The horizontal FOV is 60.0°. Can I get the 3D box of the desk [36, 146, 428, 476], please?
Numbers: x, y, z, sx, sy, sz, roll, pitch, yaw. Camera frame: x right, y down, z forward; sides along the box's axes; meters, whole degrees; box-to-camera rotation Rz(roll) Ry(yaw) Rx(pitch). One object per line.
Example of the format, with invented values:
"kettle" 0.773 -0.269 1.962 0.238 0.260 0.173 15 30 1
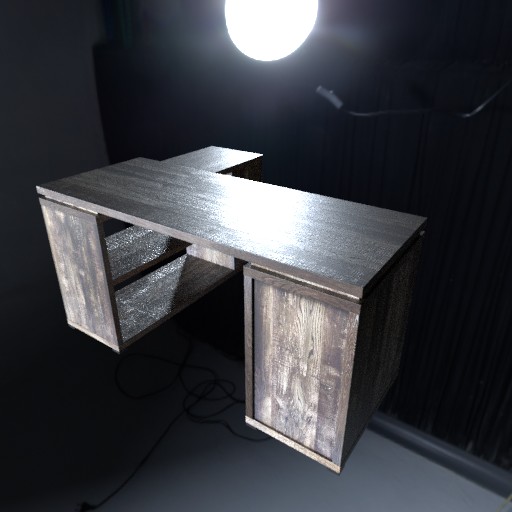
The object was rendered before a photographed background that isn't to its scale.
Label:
"desk" 0.000 0.000 2.175 1.524 0.753 1.200 17 32 30
